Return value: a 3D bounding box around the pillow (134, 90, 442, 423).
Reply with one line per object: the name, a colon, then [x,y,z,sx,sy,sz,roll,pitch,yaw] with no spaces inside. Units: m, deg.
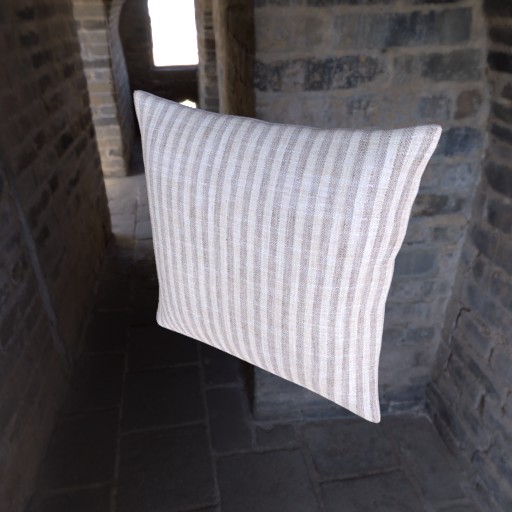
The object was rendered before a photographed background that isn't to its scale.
pillow: [0.000,0.000,0.775,0.523,0.510,0.166,17,33,28]
